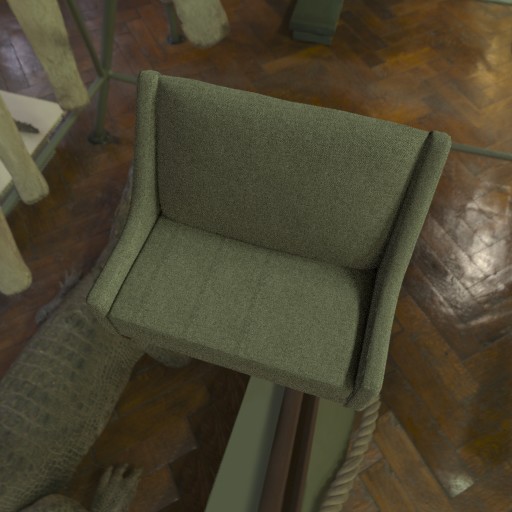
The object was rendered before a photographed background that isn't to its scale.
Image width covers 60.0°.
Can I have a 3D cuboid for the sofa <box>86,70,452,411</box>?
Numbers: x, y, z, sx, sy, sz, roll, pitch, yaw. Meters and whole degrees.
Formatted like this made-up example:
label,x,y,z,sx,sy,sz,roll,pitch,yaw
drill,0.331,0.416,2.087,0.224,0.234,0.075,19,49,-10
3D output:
label,x,y,z,sx,sy,sz,roll,pitch,yaw
sofa,0.000,0.000,1.904,1.242,1.021,0.870,15,61,9
